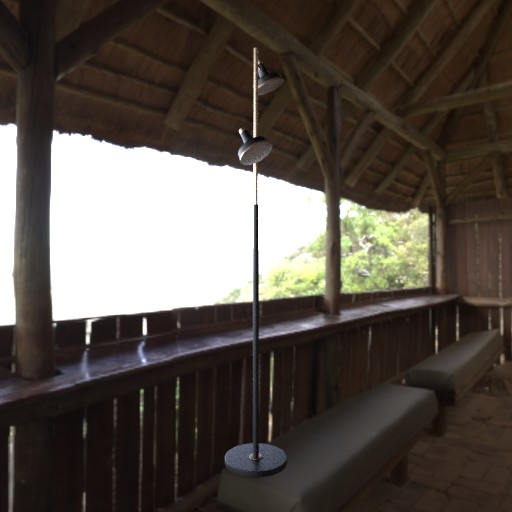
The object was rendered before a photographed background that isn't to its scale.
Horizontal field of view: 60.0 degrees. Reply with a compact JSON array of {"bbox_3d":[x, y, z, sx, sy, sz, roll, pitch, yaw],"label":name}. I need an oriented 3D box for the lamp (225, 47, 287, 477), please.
[{"bbox_3d":[0.000,0.000,1.795,0.253,1.674,0.351,0,0,18],"label":"lamp"}]
